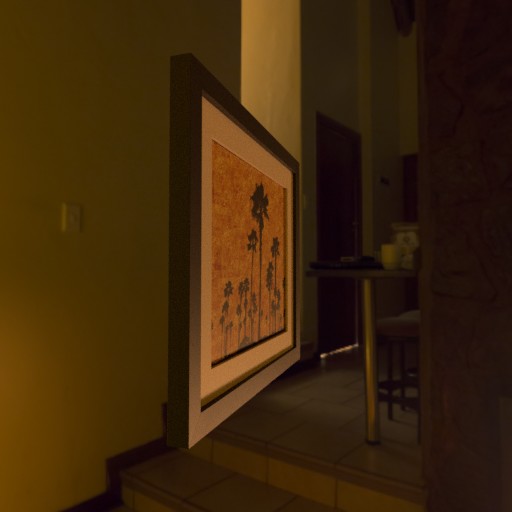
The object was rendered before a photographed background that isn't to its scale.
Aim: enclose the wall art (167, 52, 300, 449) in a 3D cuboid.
[{"bbox_3d":[0.000,0.000,0.782,0.028,0.460,0.561,-1,-2,19],"label":"wall art"}]
